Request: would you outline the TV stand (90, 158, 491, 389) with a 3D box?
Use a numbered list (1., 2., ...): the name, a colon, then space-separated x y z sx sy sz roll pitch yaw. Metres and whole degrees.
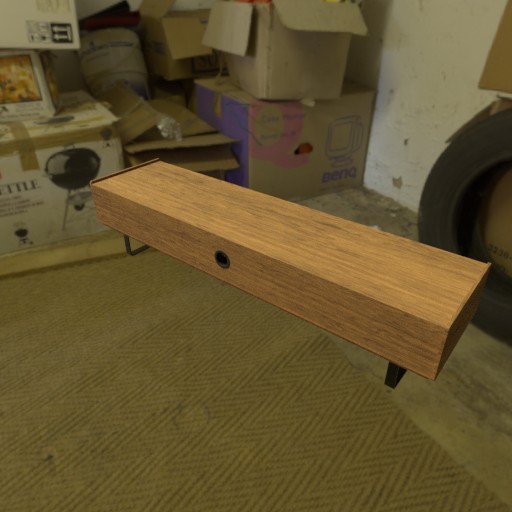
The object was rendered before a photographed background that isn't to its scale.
1. TV stand: 0.000 0.000 2.016 1.796 0.415 0.467 23 38 32
